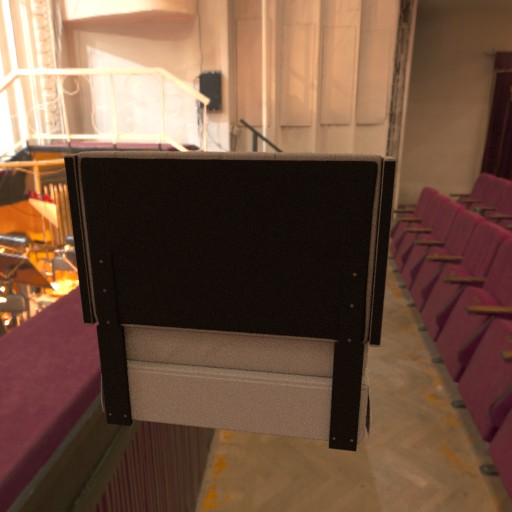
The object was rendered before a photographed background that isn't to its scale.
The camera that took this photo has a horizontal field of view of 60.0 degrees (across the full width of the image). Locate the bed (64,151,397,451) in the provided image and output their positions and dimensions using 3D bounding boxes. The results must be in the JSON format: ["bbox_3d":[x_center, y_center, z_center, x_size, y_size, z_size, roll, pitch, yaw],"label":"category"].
[{"bbox_3d":[0.000,0.000,3.399,1.719,1.665,2.066,3,17,9],"label":"bed"}]
